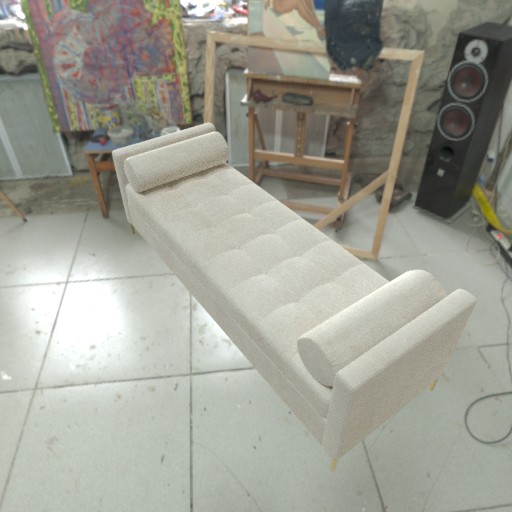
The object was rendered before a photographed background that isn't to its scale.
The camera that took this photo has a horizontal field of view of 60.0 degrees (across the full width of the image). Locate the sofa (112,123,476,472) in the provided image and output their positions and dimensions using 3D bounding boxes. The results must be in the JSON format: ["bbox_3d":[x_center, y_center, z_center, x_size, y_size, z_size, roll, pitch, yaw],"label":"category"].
[{"bbox_3d":[0.000,0.000,2.351,0.686,0.635,1.981,-25,47,-26],"label":"sofa"}]
